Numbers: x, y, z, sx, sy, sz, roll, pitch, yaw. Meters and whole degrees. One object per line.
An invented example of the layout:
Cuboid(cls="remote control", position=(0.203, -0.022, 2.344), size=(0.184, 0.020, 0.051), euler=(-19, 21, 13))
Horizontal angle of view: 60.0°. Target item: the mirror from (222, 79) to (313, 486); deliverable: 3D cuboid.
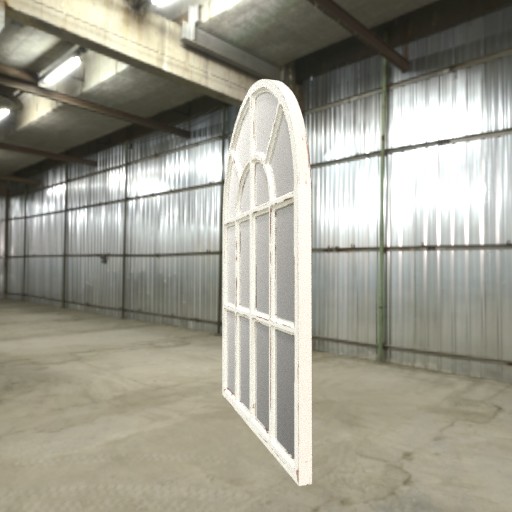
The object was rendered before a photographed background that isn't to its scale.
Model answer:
Cuboid(cls="mirror", position=(0.000, 0.000, 1.201), size=(0.032, 0.920, 0.660), euler=(1, -2, -17))
